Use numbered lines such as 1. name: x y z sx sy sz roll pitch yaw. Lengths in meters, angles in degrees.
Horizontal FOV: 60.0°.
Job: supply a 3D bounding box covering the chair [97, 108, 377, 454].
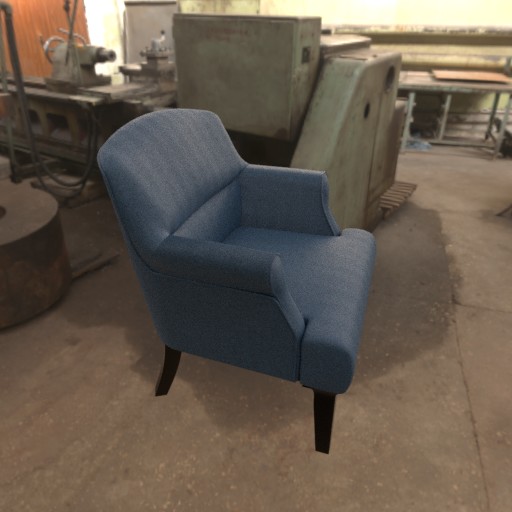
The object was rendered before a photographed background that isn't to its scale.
1. chair: 0.000 0.000 1.479 0.754 0.878 0.770 9 30 16
